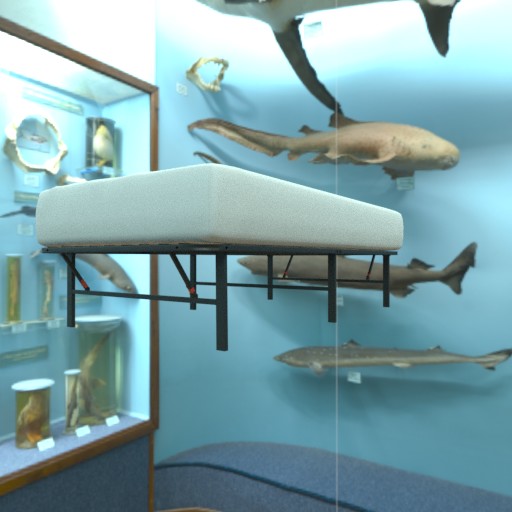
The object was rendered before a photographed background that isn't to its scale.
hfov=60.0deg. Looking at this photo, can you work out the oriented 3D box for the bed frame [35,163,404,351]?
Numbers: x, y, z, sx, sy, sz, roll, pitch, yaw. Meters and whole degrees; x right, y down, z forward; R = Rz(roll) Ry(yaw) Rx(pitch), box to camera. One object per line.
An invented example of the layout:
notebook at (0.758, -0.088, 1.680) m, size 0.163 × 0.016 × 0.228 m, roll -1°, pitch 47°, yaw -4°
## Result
bed frame at (0.000, 0.000, 2.390) m, size 1.025 × 0.640 × 1.908 m, roll 0°, pitch 0°, yaw 35°
